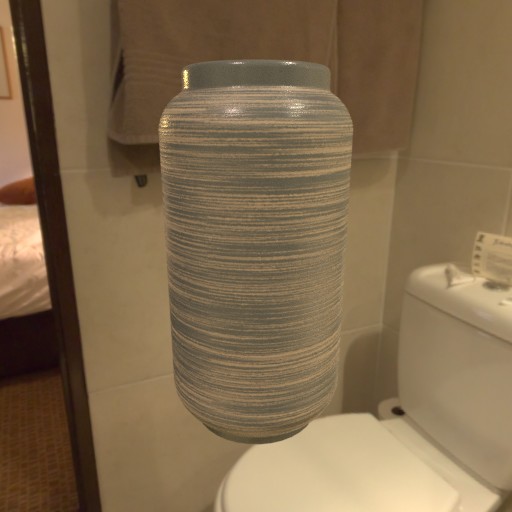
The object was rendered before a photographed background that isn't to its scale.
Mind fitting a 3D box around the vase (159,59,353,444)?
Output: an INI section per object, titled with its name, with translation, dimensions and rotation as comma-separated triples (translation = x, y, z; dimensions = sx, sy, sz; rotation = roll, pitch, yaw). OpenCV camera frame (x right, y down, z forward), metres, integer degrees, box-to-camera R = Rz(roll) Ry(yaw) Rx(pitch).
[vase]
translation = 0.000, 0.000, 0.294
dimensions = 0.116, 0.230, 0.116
rotation = 0, 17, 0
